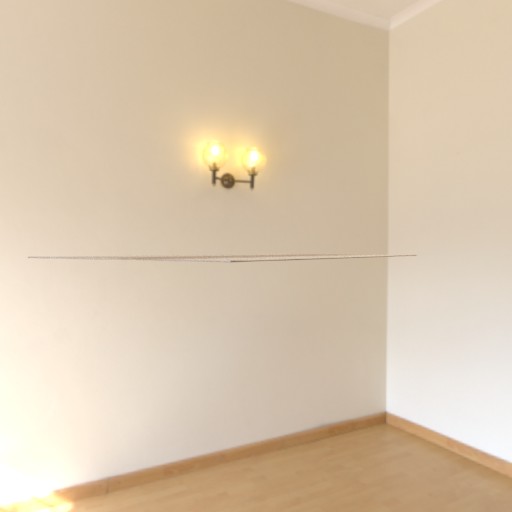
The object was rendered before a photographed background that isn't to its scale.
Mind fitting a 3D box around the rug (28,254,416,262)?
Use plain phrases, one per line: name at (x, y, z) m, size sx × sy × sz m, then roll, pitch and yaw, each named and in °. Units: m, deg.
rug at (0.000, 0.000, 3.119) m, size 1.522 × 0.012 × 2.440 m, roll 1°, pitch 1°, yaw 36°
